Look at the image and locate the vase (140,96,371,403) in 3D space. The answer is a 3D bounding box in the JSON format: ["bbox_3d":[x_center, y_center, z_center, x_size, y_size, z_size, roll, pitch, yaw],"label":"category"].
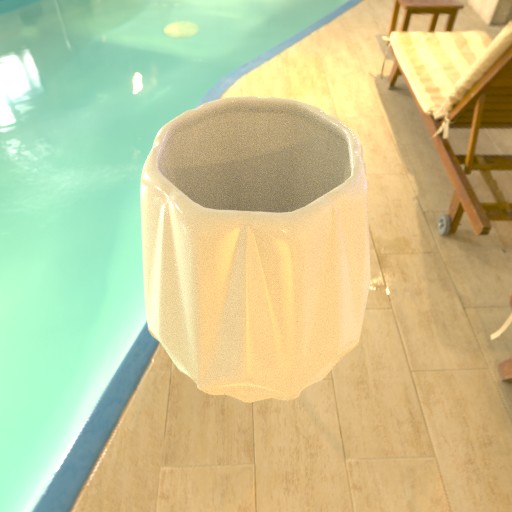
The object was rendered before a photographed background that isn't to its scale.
[{"bbox_3d":[0.000,0.000,0.263,0.141,0.152,0.141,0,48,0],"label":"vase"}]
